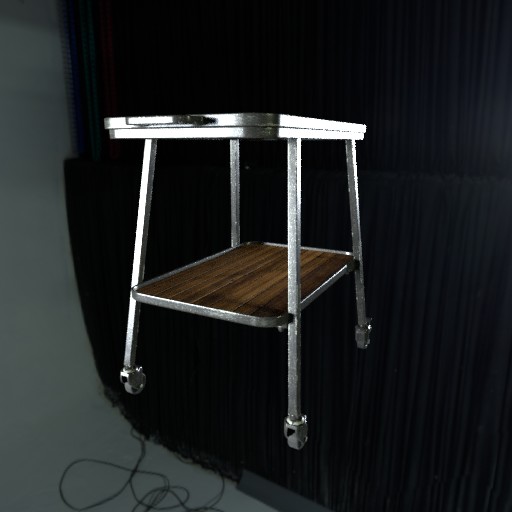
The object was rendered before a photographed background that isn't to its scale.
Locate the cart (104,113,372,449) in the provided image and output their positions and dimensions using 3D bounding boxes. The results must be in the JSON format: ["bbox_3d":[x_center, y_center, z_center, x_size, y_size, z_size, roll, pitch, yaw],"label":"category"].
[{"bbox_3d":[0.000,0.000,1.214,0.515,0.700,0.806,7,16,27],"label":"cart"}]
